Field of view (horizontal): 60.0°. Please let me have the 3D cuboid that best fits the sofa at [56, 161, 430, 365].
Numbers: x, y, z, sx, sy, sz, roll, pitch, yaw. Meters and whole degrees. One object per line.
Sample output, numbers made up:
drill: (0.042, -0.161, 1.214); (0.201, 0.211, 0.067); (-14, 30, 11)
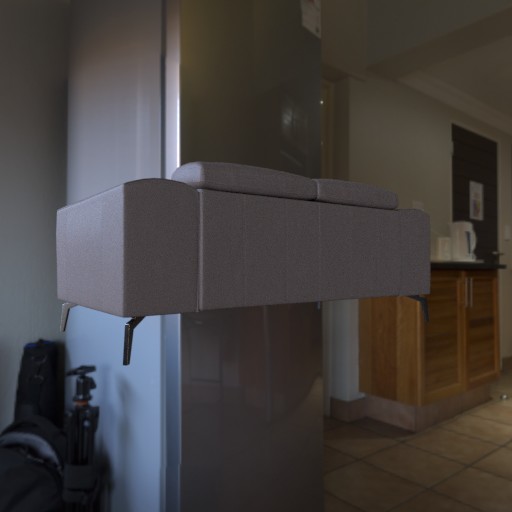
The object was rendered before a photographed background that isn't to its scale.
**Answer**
sofa: (0.000, 0.000, 2.468); (1.895, 0.779, 1.003); (1, -1, -37)
